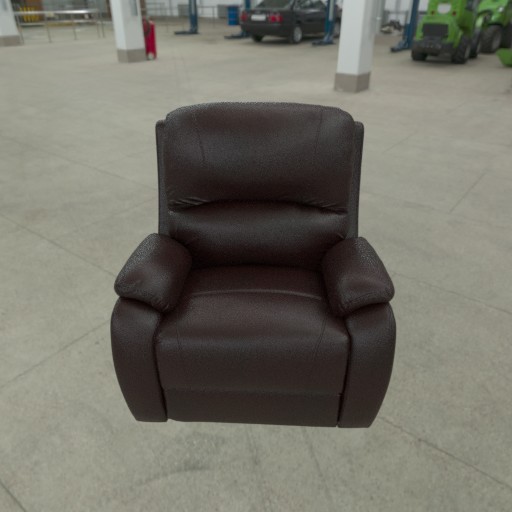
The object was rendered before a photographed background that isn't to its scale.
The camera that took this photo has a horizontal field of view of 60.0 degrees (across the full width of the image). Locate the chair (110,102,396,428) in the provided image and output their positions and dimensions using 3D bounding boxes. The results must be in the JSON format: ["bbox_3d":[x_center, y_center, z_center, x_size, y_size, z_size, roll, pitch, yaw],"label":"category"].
[{"bbox_3d":[0.000,0.000,1.704,0.930,1.011,0.899,1,31,2],"label":"chair"}]
